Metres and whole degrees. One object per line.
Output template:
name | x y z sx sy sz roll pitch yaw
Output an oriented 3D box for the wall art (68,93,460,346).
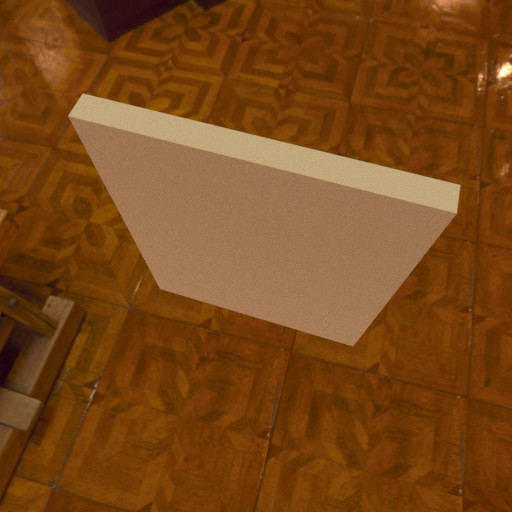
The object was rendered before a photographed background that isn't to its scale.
wall art | 0.000 0.000 0.749 0.451 0.553 0.039 16 65 7
